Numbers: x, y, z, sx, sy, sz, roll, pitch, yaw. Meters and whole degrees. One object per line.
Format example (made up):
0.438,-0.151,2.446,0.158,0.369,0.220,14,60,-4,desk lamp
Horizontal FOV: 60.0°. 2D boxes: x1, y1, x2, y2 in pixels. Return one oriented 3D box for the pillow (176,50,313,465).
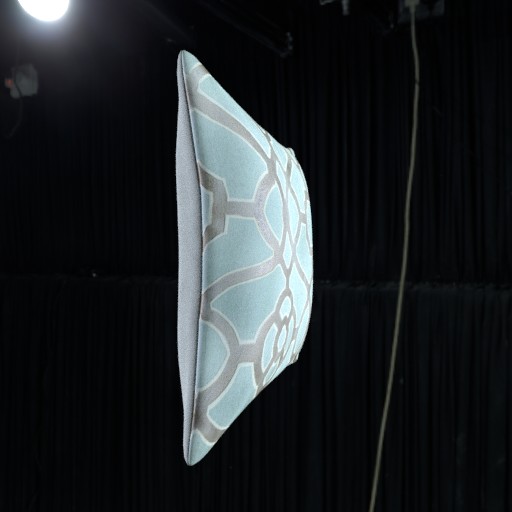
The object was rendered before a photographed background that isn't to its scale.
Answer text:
0.000,0.000,0.798,0.166,0.508,0.552,0,0,18,pillow
